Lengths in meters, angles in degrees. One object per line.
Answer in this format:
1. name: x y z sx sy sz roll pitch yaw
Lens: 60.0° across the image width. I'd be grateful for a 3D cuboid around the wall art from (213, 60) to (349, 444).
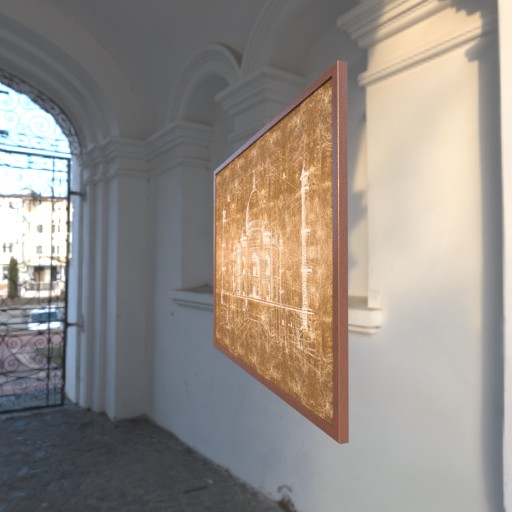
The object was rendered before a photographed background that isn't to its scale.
1. wall art: 0.000 0.000 0.840 0.014 0.455 0.660 0 -1 -18
